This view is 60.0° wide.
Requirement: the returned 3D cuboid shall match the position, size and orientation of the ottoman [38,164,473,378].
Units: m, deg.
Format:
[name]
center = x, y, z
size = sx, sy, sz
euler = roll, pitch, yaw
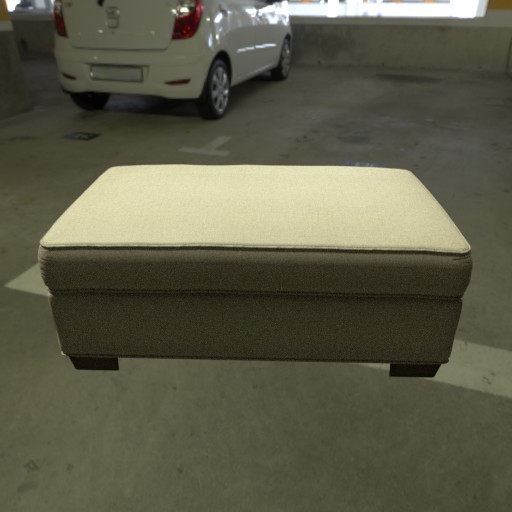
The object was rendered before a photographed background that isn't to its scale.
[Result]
[ottoman]
center = 0.000, 0.000, 1.421
size = 1.097, 0.461, 0.617
euler = 1, 30, 2
